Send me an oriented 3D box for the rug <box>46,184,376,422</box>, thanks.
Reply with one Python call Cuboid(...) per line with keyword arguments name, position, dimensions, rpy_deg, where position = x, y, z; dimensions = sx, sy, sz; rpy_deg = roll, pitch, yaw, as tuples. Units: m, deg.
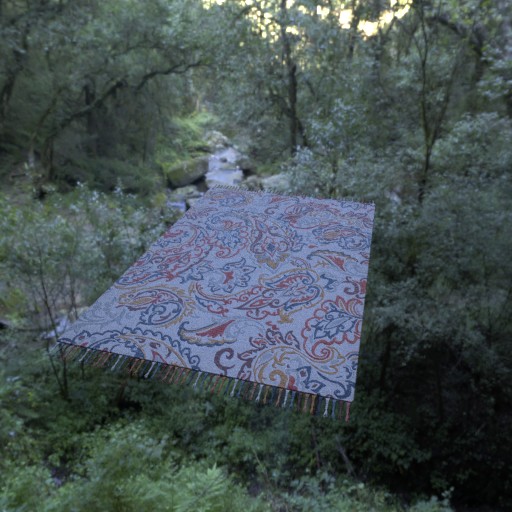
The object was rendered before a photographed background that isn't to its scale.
Cuboid(name="rug", position=(0.000, 0.000, 2.460), dimensions=(1.218, 0.010, 1.997), rpy_deg=(8, 31, 13))
